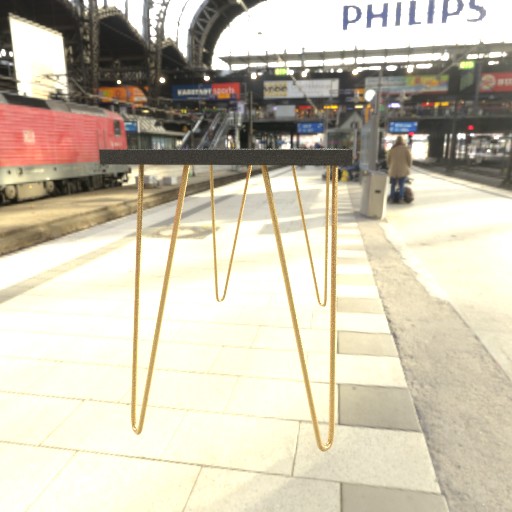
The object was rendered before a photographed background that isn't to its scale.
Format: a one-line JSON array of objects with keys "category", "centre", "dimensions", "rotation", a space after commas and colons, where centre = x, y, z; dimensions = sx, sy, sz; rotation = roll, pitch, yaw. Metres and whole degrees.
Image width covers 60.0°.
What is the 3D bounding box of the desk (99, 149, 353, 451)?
[{"category": "desk", "centre": [0.000, 0.000, 1.408], "dimensions": [0.499, 0.660, 0.991], "rotation": [2, 14, 8]}]
